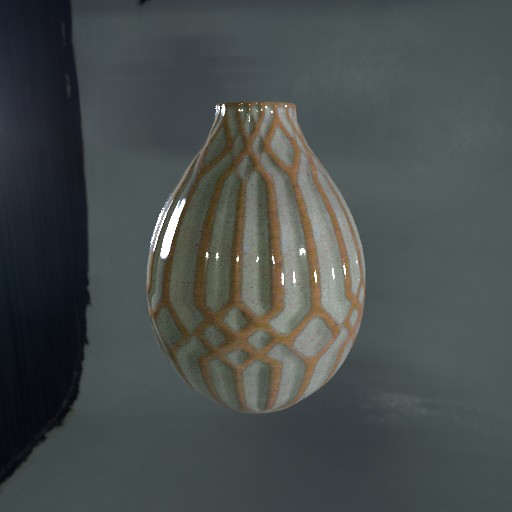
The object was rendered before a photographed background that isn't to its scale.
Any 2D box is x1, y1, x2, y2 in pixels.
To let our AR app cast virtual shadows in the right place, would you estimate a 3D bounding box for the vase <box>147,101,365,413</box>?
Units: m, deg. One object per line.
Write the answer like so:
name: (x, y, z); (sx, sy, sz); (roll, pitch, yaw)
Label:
vase: (0.000, 0.000, 0.269); (0.131, 0.175, 0.131); (0, 15, 0)
